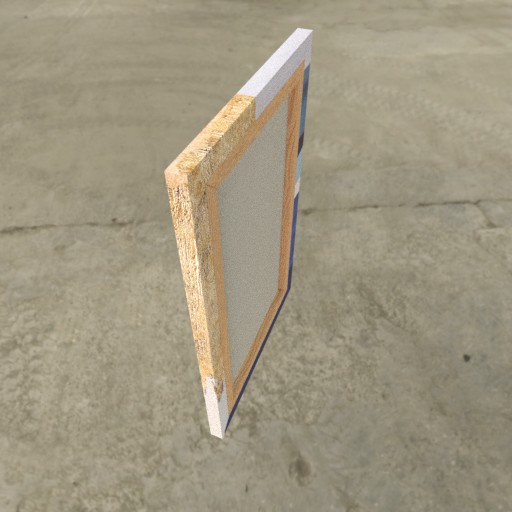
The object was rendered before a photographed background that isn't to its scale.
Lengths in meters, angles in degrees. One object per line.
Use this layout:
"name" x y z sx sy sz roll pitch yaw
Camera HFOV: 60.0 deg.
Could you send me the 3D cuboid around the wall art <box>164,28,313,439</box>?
"wall art" 0.000 0.000 1.145 0.039 0.911 0.607 16 48 15
